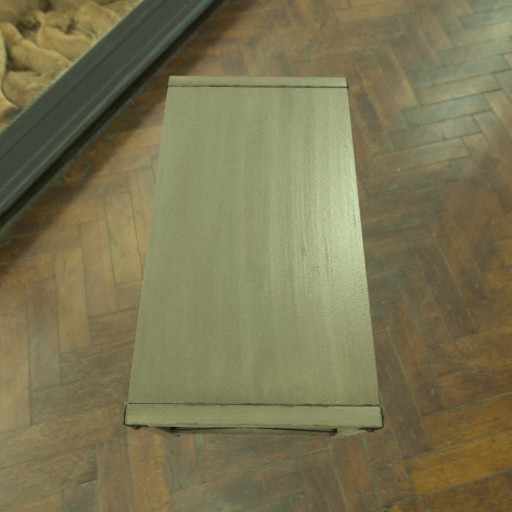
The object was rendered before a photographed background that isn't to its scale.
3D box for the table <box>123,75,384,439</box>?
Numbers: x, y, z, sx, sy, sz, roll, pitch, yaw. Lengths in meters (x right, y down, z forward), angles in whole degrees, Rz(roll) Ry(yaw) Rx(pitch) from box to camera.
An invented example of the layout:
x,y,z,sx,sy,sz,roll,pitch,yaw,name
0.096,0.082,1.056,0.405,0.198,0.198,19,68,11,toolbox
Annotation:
x,y,z,sx,sy,sz,roll,pitch,yaw,name
0.000,0.000,1.344,0.559,0.456,1.016,1,65,0,table
